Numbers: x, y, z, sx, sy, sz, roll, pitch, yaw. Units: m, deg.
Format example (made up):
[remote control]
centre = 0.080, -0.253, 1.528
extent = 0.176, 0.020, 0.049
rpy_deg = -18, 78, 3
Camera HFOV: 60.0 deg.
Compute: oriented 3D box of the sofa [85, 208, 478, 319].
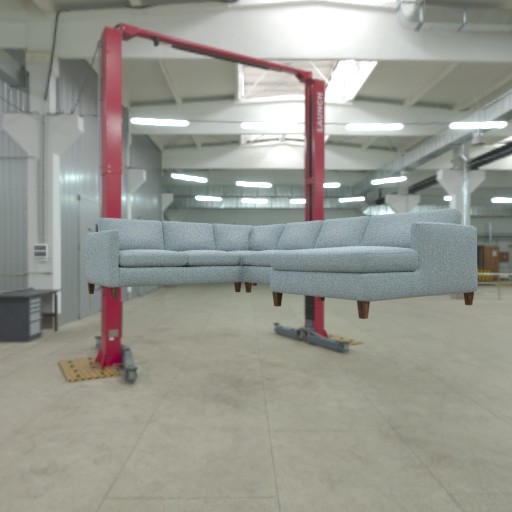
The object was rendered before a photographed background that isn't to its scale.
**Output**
[sofa]
centre = 0.000, 0.000, 4.597
extent = 2.551, 0.889, 3.403
rpy_deg = 0, 0, -37
